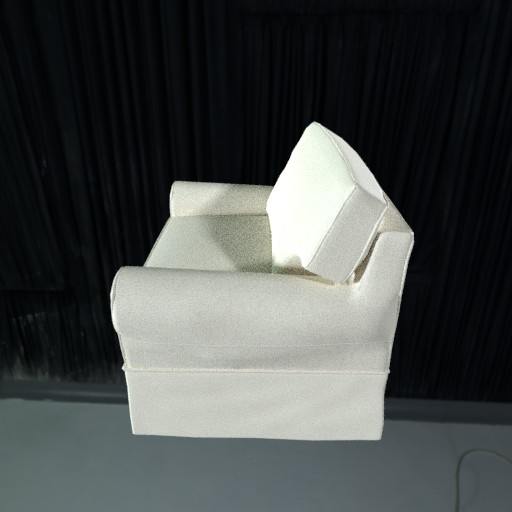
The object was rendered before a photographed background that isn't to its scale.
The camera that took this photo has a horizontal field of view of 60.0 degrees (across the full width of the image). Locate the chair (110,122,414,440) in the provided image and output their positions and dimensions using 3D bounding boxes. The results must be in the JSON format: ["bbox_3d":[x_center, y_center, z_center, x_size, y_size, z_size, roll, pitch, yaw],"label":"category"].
[{"bbox_3d":[0.000,0.000,1.804,0.904,0.958,1.099,1,26,1],"label":"chair"}]
